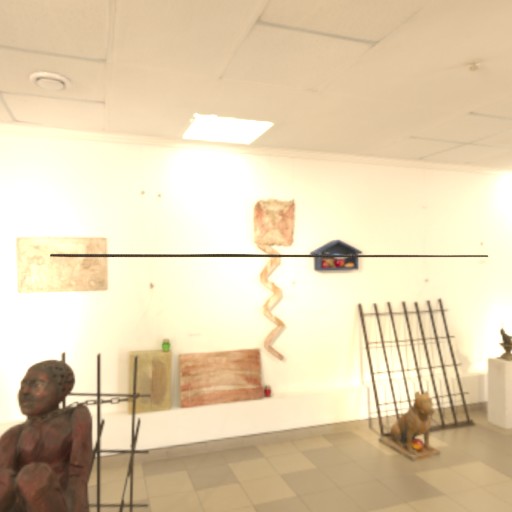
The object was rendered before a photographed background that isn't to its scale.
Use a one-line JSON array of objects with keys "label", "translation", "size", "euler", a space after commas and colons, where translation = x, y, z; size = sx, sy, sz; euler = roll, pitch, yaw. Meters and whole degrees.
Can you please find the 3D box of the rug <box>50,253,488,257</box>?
[{"label": "rug", "translation": [0.000, 0.000, 2.270], "size": [1.820, 0.012, 1.207], "euler": [0, 0, -20]}]
